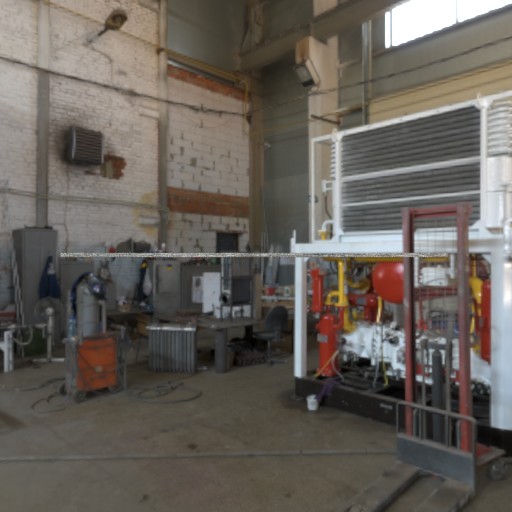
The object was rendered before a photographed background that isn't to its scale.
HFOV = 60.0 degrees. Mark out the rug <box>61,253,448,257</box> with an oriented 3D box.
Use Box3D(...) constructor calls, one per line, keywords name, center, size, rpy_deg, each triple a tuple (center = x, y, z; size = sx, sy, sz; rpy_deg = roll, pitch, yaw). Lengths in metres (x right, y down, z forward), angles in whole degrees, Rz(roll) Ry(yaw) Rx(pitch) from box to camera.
Box3D(name="rug", center=(0.000, 0.000, 2.291), size=(1.208, 0.012, 1.819), rpy_deg=(0, 0, 1))
